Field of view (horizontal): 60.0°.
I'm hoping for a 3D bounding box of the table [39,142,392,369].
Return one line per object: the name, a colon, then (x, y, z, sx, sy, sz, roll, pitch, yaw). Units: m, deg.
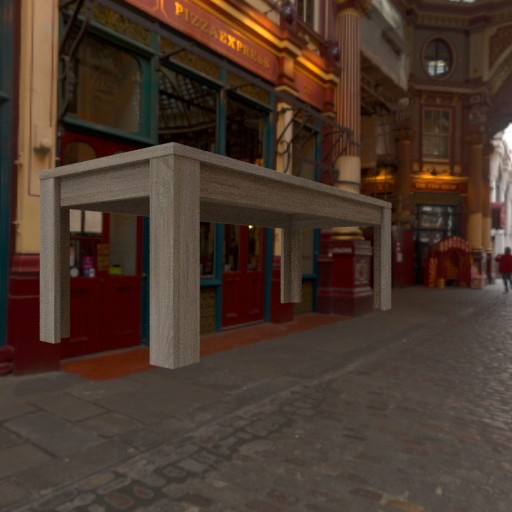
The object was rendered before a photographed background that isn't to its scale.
table: (0.000, 0.000, 2.692, 0.900, 0.790, 2.200, 0, 0, 36)
